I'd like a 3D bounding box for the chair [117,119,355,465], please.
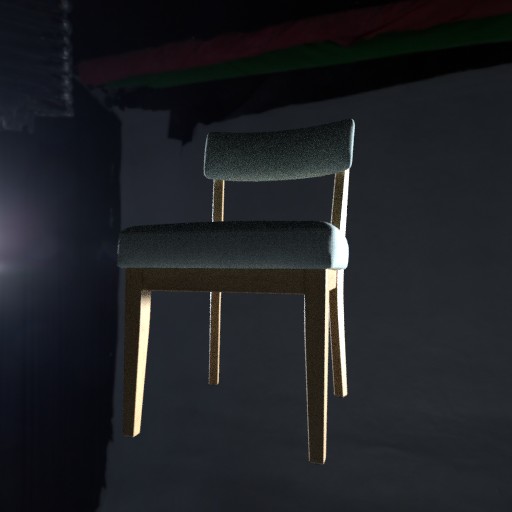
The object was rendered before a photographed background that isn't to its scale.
[{"bbox_3d":[0.000,0.000,1.198,0.508,0.832,0.572,0,-1,18],"label":"chair"}]
